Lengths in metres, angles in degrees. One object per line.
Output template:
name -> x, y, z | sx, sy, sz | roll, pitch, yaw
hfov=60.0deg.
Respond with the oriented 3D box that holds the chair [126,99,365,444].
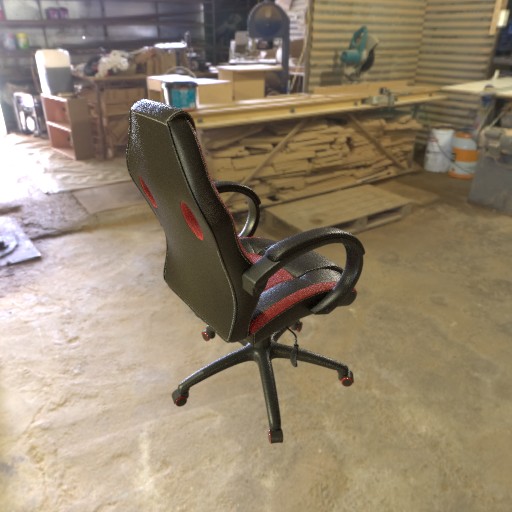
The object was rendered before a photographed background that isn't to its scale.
chair -> 0.000, 0.000, 1.715 | 0.783, 1.189, 0.750 | -18, 32, -31
